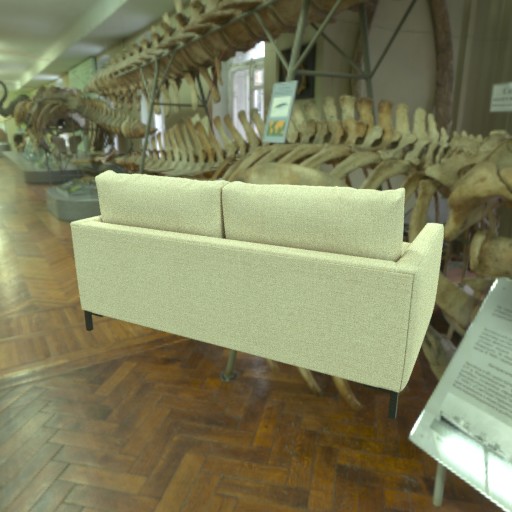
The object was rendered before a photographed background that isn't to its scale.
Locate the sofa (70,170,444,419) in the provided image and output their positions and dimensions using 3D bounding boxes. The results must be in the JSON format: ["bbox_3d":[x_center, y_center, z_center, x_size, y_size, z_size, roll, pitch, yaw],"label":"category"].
[{"bbox_3d":[0.000,0.000,2.193,1.651,0.812,0.839,8,18,27],"label":"sofa"}]
